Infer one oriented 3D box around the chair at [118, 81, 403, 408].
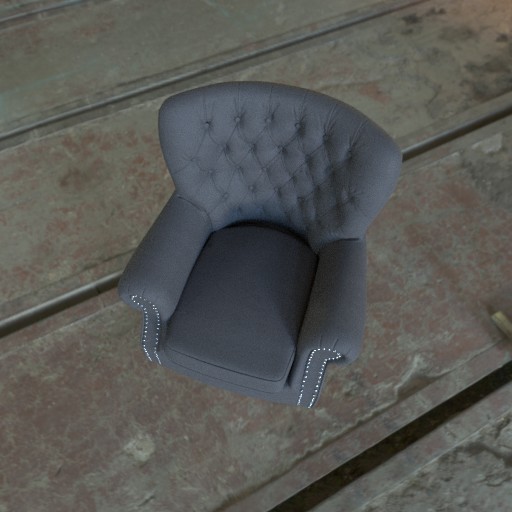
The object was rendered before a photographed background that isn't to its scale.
[{"bbox_3d":[0.000,0.000,1.868,0.983,1.046,0.983,14,60,8],"label":"chair"}]
